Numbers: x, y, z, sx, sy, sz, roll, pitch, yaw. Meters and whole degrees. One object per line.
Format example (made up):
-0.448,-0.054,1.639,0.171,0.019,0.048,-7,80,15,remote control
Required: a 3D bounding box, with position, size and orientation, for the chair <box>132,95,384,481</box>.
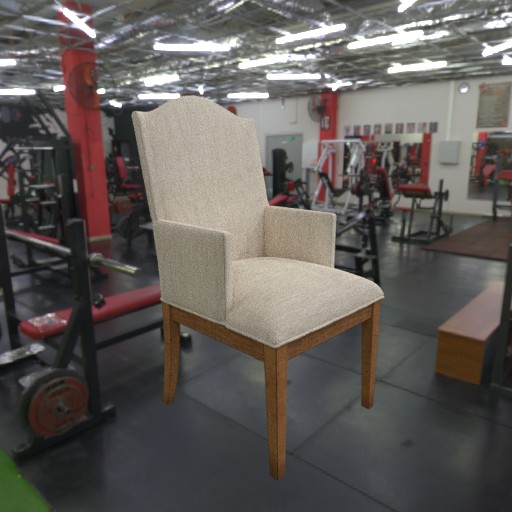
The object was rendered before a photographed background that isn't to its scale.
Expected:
0.000,0.000,1.417,0.641,1.016,0.533,13,19,43,chair
